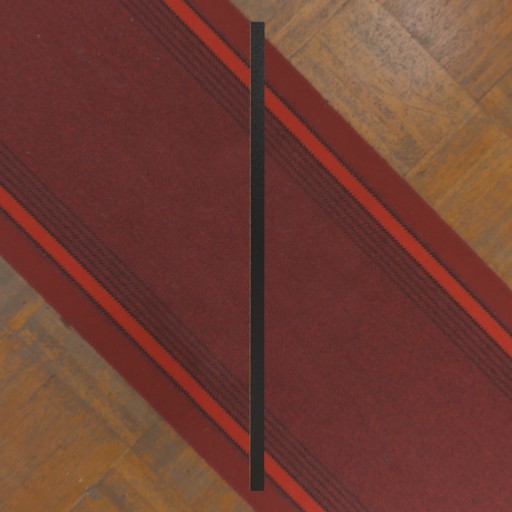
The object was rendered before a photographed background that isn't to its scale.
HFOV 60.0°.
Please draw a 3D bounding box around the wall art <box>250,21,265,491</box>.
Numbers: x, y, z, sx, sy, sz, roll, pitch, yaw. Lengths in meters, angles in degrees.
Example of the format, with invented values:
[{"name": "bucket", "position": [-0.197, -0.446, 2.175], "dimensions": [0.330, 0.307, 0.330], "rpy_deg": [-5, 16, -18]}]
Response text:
[{"name": "wall art", "position": [0.000, 0.000, 0.643], "dimensions": [0.014, 0.445, 0.446], "rpy_deg": [0, 90, 0]}]
